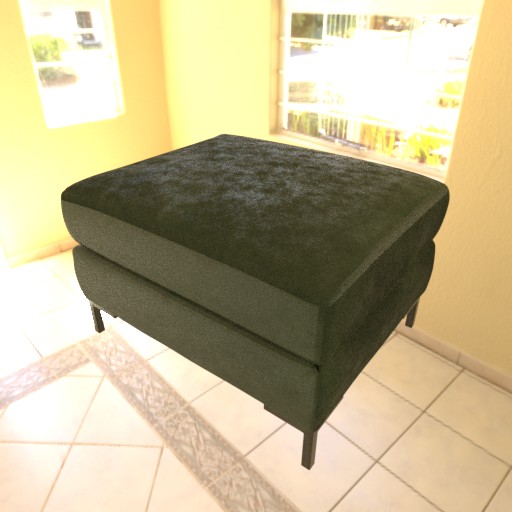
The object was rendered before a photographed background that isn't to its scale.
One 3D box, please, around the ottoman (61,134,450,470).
[{"bbox_3d":[0.000,0.000,1.299,0.839,0.538,0.701,21,36,32],"label":"ottoman"}]
